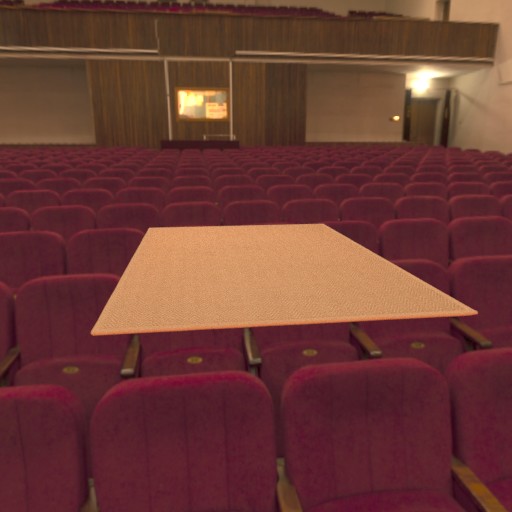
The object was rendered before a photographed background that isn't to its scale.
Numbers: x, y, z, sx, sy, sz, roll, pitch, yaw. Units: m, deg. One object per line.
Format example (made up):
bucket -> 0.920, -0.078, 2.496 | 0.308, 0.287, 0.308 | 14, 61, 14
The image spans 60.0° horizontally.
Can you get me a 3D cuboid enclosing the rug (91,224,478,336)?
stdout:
rug -> 0.000, 0.000, 2.791 | 1.532, 0.017, 2.244 | -2, 14, -8
